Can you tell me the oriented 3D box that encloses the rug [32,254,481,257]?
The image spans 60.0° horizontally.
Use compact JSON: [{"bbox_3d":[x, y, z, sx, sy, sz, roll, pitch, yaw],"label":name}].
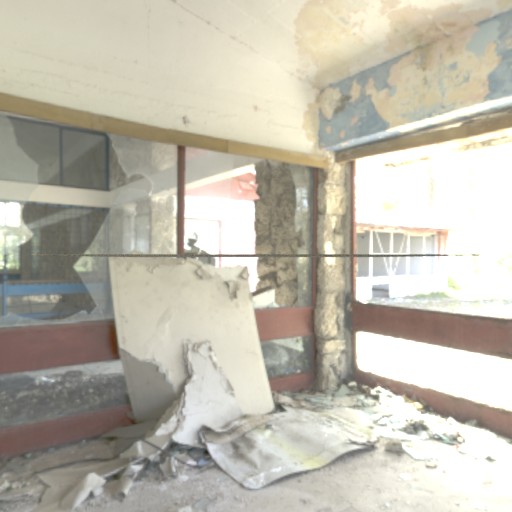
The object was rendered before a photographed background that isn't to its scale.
[{"bbox_3d":[0.000,0.000,3.566,2.651,0.010,1.971,0,0,0],"label":"rug"}]
